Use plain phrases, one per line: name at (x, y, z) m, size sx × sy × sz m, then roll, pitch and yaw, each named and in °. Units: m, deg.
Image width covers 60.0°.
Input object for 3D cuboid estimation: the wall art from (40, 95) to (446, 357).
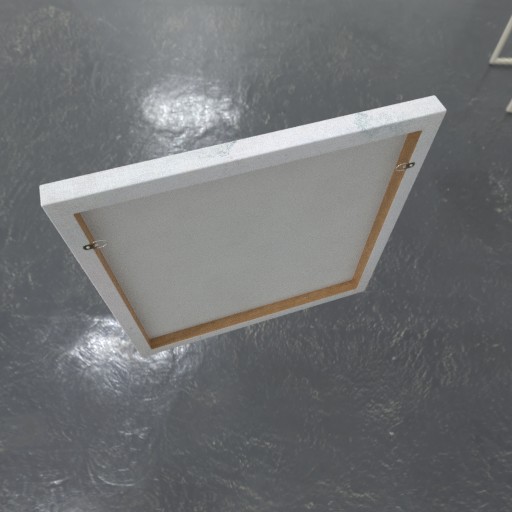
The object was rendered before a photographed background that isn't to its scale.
wall art at (0.000, 0.000, 0.906) m, size 0.612 × 0.612 × 0.040 m, roll -15°, pitch 60°, yaw -9°
